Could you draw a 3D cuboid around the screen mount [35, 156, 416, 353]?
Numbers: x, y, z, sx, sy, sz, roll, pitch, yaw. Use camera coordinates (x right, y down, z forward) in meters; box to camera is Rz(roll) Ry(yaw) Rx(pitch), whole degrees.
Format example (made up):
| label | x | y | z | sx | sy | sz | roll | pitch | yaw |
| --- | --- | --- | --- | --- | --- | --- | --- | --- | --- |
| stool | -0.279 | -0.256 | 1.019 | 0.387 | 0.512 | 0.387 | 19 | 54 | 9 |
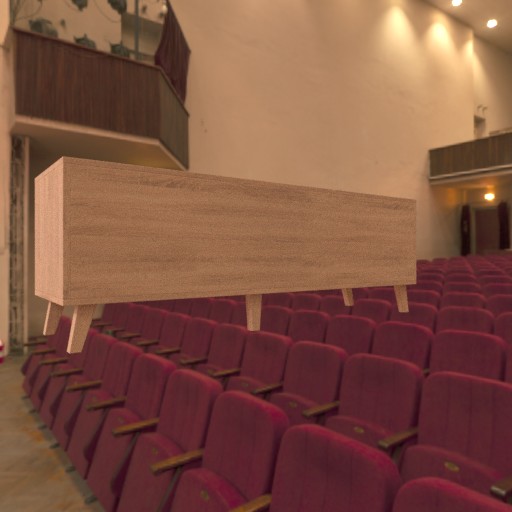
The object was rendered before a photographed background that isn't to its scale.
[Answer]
| label | x | y | z | sx | sy | sz | roll | pitch | yaw |
| --- | --- | --- | --- | --- | --- | --- | --- | --- | --- |
| screen mount | 0.000 | 0.000 | 1.730 | 1.500 | 0.510 | 0.400 | 0 | 0 | -36 |
